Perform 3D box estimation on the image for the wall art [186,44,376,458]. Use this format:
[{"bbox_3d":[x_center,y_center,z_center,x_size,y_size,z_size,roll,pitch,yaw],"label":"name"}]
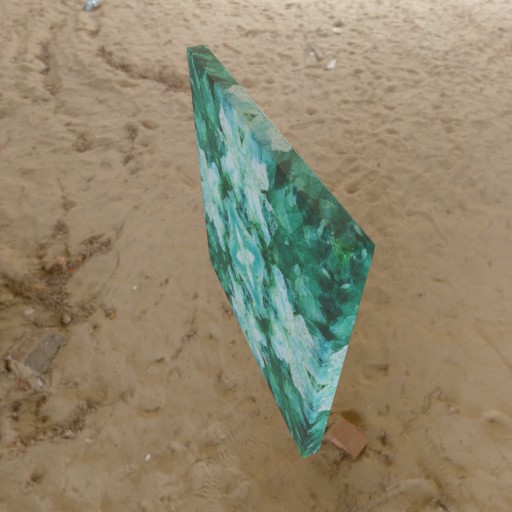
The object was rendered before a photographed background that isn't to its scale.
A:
[{"bbox_3d":[0.000,0.000,0.744,0.038,0.508,0.507,-17,49,-15],"label":"wall art"}]
